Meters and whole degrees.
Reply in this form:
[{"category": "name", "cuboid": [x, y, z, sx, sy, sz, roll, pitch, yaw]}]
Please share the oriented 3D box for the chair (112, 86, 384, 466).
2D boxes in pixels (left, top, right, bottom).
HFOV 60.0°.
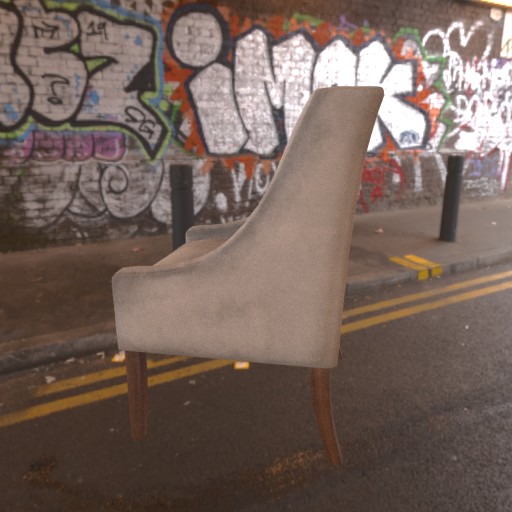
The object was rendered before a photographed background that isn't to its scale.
[{"category": "chair", "cuboid": [0.000, 0.000, 1.320, 0.629, 0.895, 0.629, 3, 15, 10]}]
